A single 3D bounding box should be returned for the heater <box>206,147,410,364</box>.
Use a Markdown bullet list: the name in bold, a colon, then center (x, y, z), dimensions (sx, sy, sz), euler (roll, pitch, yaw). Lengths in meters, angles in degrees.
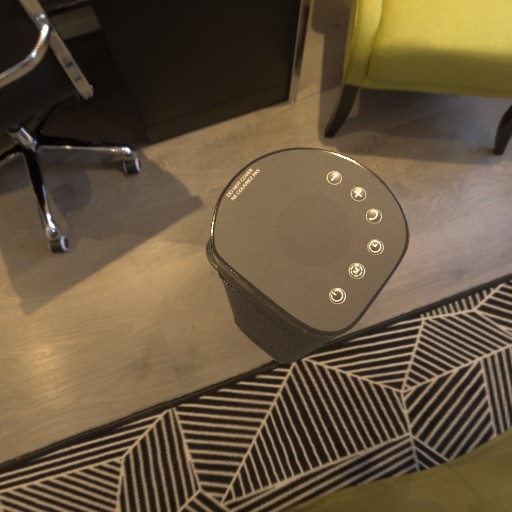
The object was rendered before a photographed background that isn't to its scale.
- **heater**: center (0.000, 0.000, 0.683), dimensions (0.312, 0.552, 0.174), euler (38, 77, 10)
